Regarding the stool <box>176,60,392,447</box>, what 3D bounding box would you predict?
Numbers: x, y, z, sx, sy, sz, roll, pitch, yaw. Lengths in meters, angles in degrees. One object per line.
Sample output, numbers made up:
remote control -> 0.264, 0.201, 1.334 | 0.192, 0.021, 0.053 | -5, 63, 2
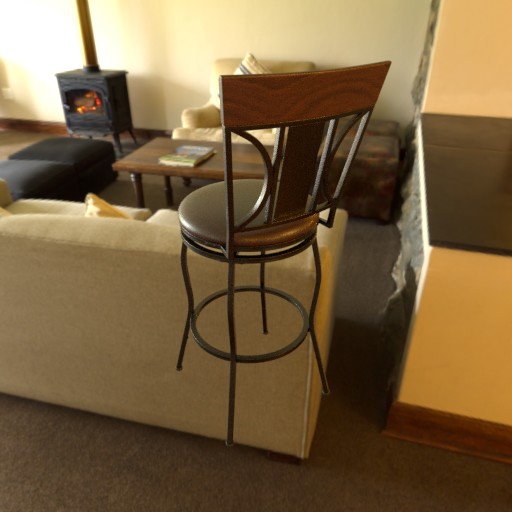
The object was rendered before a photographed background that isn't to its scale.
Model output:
stool -> 0.000, 0.000, 1.373 | 0.448, 1.130, 0.513 | -18, 34, -28
